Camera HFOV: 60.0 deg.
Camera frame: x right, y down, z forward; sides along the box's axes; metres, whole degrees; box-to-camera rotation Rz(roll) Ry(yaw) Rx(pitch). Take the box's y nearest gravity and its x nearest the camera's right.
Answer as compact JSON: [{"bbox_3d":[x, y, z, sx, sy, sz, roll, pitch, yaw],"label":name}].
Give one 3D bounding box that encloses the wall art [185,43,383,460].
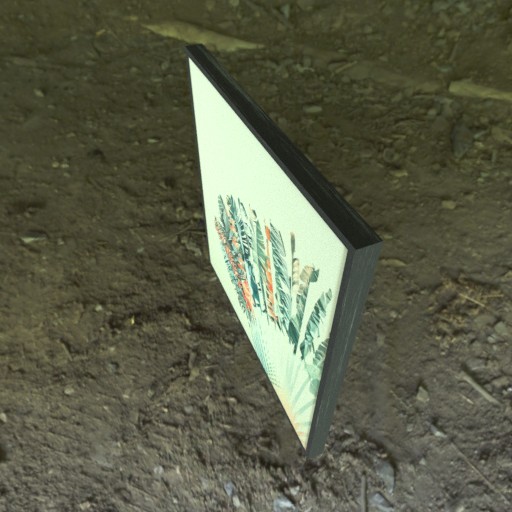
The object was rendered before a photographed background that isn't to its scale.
[{"bbox_3d":[0.000,0.000,1.109,0.043,0.758,0.762,-17,48,-16],"label":"wall art"}]
